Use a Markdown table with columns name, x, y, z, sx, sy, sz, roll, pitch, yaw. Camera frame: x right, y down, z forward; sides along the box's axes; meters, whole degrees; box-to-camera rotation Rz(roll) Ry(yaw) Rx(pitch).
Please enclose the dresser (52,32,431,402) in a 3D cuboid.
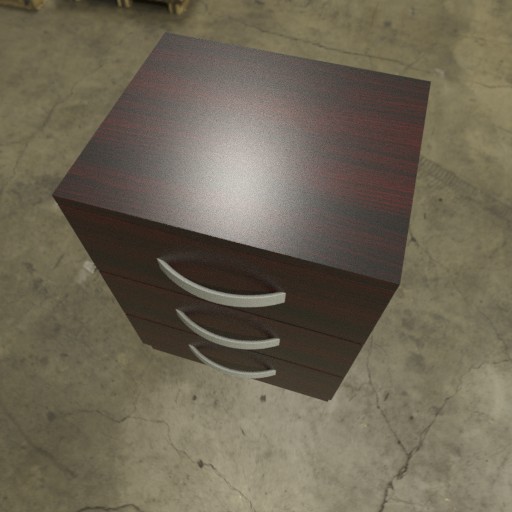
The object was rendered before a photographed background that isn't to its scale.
| name | x | y | z | sx | sy | sz | roll | pitch | yaw |
| --- | --- | --- | --- | --- | --- | --- | --- | --- | --- |
| dresser | 0.000 | 0.000 | 0.797 | 0.400 | 0.560 | 0.360 | 15 | 60 | 9 |
